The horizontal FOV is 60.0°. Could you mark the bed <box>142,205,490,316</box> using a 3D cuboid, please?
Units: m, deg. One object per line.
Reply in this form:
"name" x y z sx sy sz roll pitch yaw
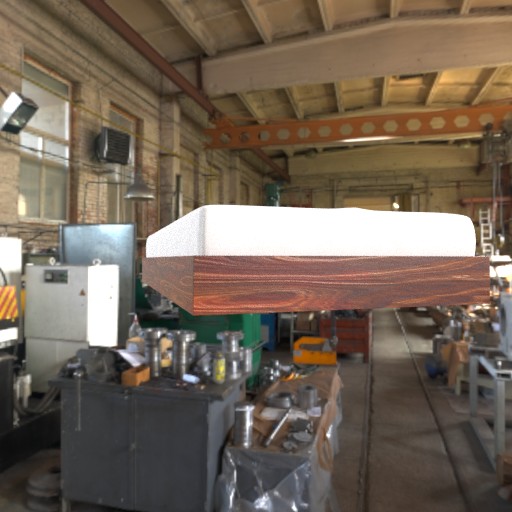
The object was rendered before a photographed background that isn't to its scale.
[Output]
"bed" 0.000 0.000 2.134 0.940 0.312 1.860 0 0 -18
